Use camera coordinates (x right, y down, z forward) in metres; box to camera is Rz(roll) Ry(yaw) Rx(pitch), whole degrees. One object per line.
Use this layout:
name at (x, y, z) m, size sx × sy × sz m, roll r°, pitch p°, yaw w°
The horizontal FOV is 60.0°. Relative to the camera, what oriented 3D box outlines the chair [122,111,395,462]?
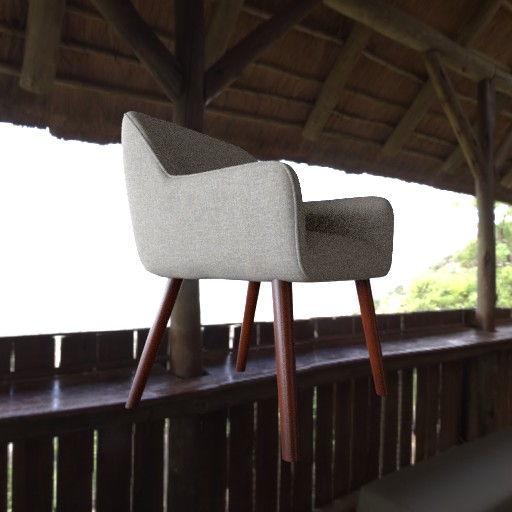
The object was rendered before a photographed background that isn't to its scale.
chair at (0.000, 0.000, 1.256) m, size 0.610 × 0.813 × 0.610 m, roll -1°, pitch -1°, yaw 35°
